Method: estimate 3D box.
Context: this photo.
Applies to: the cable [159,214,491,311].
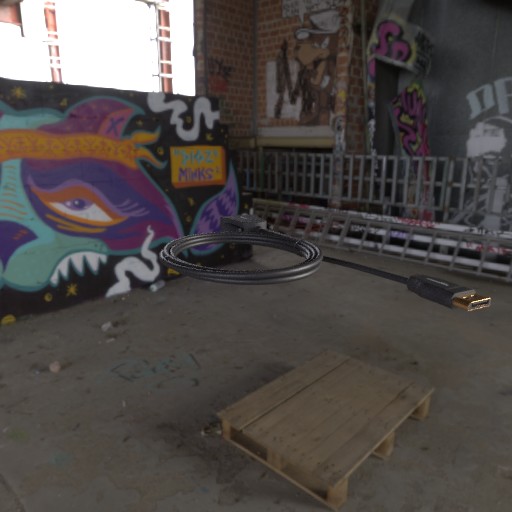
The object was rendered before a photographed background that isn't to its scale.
[{"bbox_3d":[0.000,0.000,0.324,0.136,0.015,0.281,-7,16,-26],"label":"cable"}]
